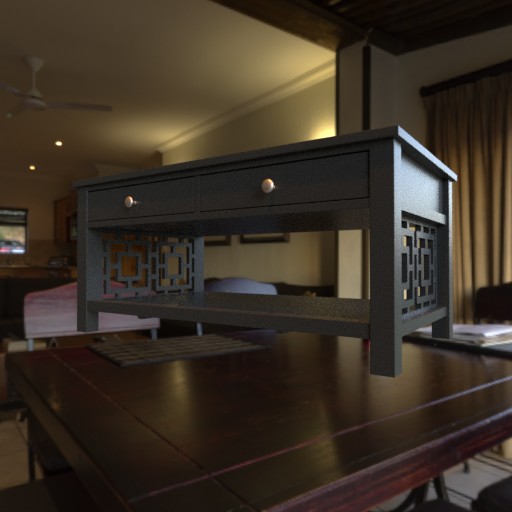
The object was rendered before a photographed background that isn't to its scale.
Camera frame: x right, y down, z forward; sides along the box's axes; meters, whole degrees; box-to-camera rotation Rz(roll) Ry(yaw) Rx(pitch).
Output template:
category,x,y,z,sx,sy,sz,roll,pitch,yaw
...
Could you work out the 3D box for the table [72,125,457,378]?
category,x,y,z,sx,sy,sz,roll,pitch,yaw
table,0.000,0.000,1.398,1.068,0.493,0.612,-1,-1,34
